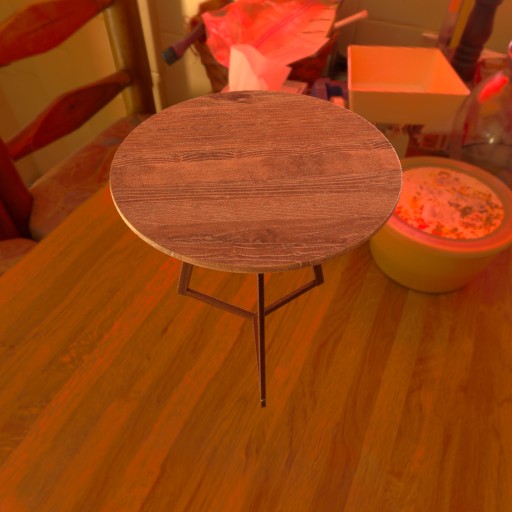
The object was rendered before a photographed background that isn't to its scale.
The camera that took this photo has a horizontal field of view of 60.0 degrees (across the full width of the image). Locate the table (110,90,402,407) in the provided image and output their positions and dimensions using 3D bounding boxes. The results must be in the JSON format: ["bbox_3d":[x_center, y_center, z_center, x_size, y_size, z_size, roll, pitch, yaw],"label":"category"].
[{"bbox_3d":[0.000,0.000,0.956,0.500,0.500,0.500,0,47,0],"label":"table"}]
